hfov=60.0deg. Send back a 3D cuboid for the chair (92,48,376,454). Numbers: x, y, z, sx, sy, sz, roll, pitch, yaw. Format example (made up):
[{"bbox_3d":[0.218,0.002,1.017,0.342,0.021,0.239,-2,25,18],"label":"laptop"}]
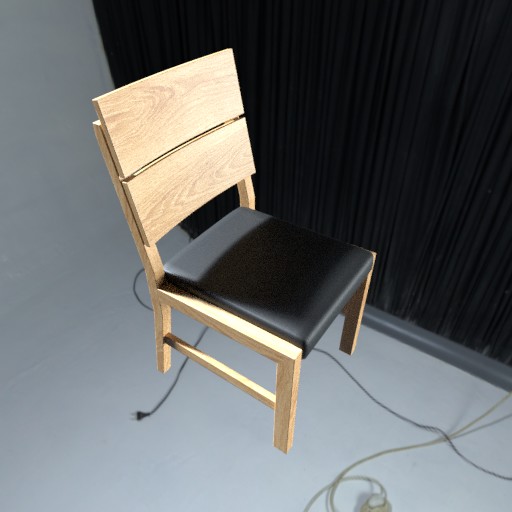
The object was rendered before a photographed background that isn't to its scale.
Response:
[{"bbox_3d":[0.000,0.000,1.284,0.569,0.950,0.475,24,45,26],"label":"chair"}]
